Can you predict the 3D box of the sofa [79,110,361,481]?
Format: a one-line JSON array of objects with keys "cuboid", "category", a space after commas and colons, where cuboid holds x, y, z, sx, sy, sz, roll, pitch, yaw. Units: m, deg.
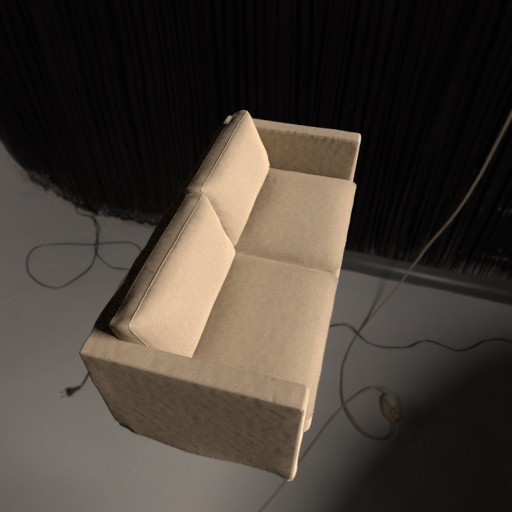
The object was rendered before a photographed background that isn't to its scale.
[{"cuboid": [0.000, 0.000, 2.524, 0.956, 0.847, 1.987, 11, 47, 11], "category": "sofa"}]
